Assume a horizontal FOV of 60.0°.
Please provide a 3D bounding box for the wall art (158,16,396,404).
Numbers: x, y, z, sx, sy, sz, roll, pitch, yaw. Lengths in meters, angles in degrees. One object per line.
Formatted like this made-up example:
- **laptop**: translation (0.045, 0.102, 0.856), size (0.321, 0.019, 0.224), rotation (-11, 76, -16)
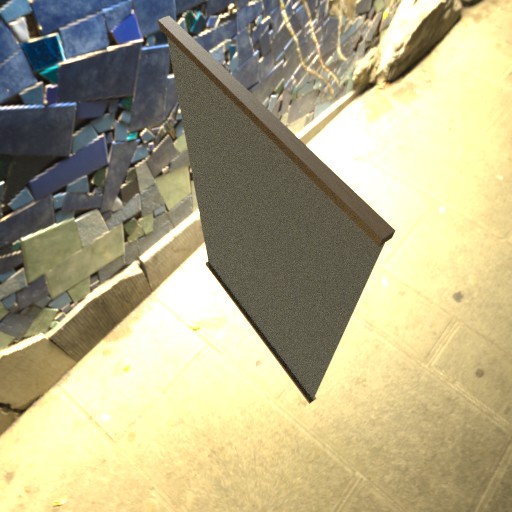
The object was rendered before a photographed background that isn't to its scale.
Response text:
- **wall art**: translation (0.000, 0.000, 1.221), size (0.027, 1.020, 0.669), rotation (-31, 64, -17)
